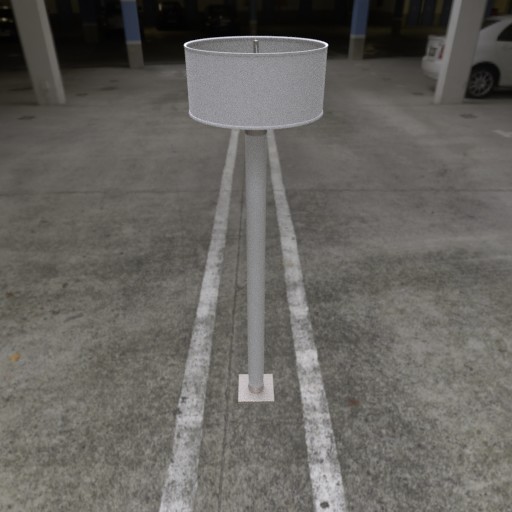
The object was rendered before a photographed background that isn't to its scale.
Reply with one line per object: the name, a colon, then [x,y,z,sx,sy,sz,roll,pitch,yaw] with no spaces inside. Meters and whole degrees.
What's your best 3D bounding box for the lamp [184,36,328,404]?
lamp: [0.000,0.000,1.678,0.420,1.475,0.420,0,32,-1]
